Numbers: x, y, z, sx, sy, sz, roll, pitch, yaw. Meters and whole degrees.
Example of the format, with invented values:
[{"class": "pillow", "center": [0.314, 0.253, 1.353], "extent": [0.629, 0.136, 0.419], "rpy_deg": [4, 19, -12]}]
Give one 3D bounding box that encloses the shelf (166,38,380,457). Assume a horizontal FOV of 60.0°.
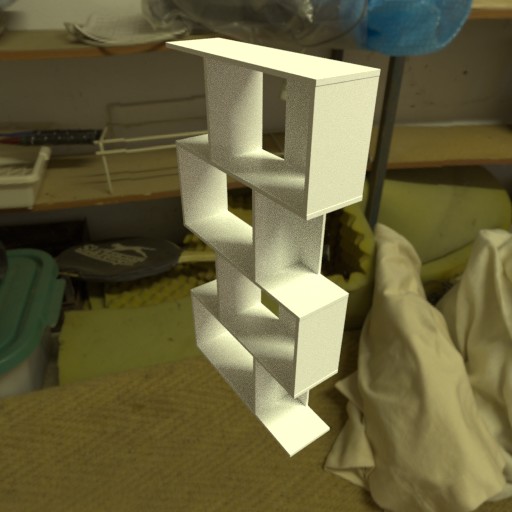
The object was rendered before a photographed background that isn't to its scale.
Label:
[{"class": "shelf", "center": [0.000, 0.000, 1.967], "extent": [0.250, 1.650, 0.890], "rpy_deg": [-21, 38, -29]}]
